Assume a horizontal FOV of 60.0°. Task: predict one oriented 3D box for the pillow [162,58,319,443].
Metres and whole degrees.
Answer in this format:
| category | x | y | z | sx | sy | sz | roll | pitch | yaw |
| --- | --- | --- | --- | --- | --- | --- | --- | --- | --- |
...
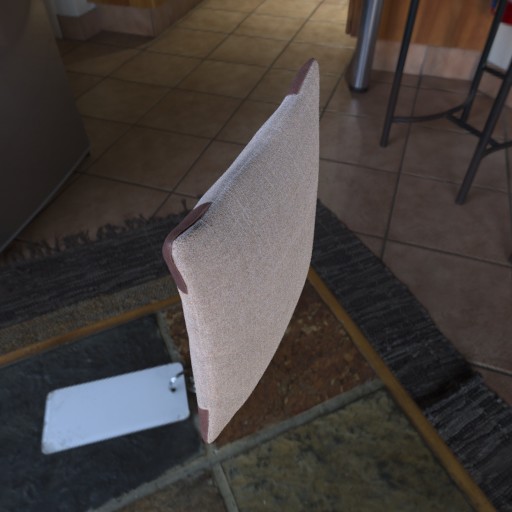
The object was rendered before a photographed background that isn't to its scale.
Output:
| category | x | y | z | sx | sy | sz | roll | pitch | yaw |
| --- | --- | --- | --- | --- | --- | --- | --- | --- | --- |
| pillow | 0.000 | 0.000 | 0.687 | 0.147 | 0.448 | 0.437 | 16 | 49 | 14 |
